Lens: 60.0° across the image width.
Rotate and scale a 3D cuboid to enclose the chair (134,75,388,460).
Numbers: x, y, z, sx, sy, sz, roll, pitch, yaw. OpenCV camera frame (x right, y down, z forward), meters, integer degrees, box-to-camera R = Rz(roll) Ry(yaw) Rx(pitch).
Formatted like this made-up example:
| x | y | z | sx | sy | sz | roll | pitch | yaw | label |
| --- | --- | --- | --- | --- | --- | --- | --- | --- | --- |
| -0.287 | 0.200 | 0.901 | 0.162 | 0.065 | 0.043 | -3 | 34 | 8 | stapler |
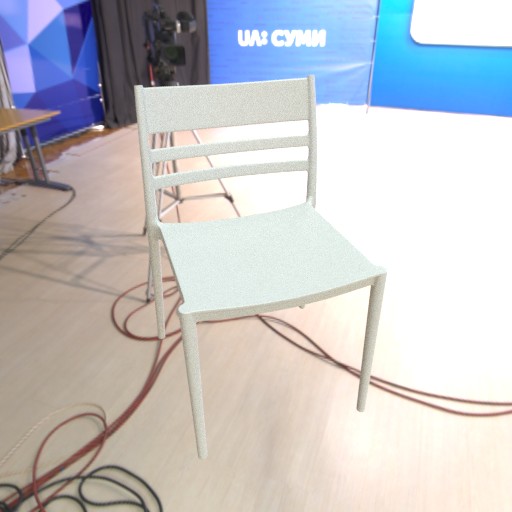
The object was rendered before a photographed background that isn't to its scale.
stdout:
| x | y | z | sx | sy | sz | roll | pitch | yaw | label |
| --- | --- | --- | --- | --- | --- | --- | --- | --- | --- |
| 0.000 | 0.000 | 1.154 | 0.531 | 0.800 | 0.511 | -10 | 33 | -16 | chair |
